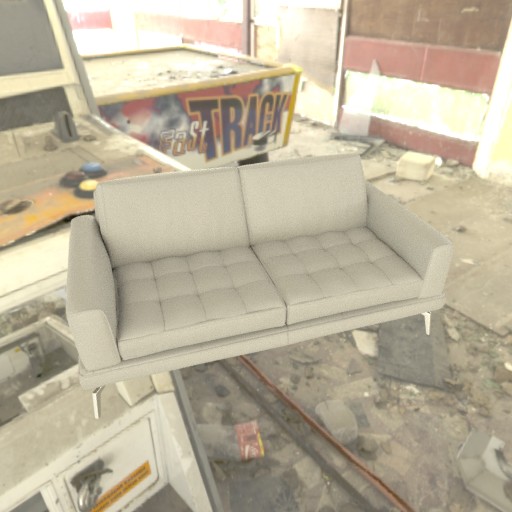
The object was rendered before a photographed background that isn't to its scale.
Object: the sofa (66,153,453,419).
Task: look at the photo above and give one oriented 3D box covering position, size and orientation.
[{"bbox_3d":[0.000,0.000,2.765,2.177,0.930,1.121,-10,33,-15],"label":"sofa"}]
